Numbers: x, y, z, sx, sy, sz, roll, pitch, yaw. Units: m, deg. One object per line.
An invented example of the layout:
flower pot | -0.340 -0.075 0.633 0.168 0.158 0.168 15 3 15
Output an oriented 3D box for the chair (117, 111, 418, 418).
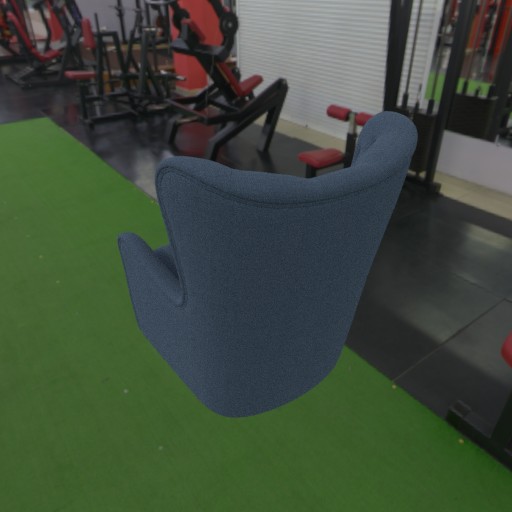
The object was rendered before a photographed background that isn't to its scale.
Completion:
chair | 0.000 0.000 1.712 0.831 1.079 0.930 -20 37 -29
